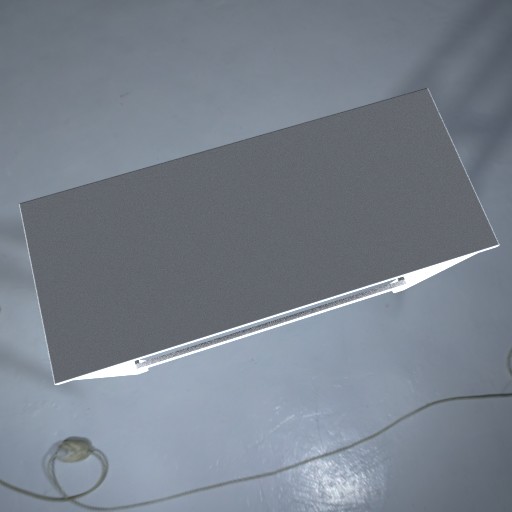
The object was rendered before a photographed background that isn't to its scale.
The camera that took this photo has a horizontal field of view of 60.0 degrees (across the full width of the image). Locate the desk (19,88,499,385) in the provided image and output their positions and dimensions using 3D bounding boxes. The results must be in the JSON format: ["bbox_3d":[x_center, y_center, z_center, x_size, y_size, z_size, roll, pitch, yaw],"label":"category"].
[{"bbox_3d":[0.000,0.000,1.554,1.191,0.762,0.504,-17,77,-4],"label":"desk"}]
